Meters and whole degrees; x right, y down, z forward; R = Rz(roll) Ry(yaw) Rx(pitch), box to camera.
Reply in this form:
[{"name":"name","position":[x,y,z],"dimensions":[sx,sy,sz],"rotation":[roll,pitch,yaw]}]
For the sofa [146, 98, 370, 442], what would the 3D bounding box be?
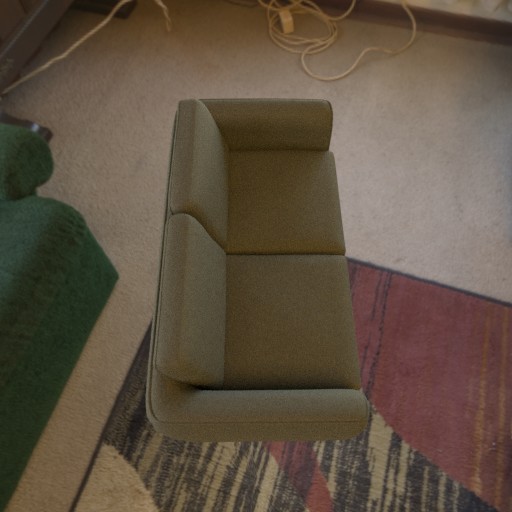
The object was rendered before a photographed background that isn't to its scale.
[{"name":"sofa","position":[0.000,0.000,2.212],"dimensions":[0.920,0.850,1.700],"rotation":[-1,63,0]}]
